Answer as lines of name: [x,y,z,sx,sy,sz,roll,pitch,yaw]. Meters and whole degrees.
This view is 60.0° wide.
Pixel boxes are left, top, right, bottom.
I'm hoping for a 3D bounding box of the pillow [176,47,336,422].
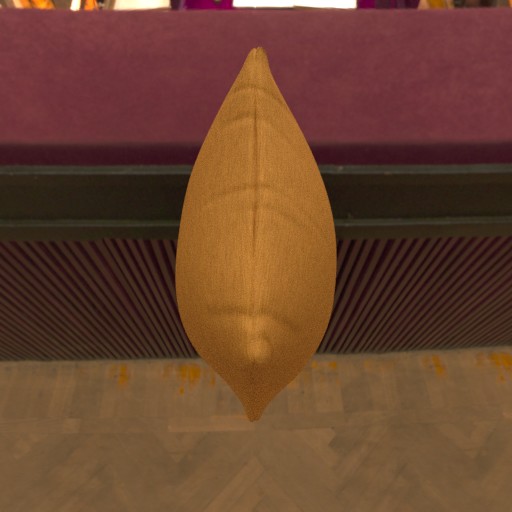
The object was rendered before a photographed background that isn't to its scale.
pillow: [0.000,0.000,0.683,0.247,0.417,0.435,0,63,0]
